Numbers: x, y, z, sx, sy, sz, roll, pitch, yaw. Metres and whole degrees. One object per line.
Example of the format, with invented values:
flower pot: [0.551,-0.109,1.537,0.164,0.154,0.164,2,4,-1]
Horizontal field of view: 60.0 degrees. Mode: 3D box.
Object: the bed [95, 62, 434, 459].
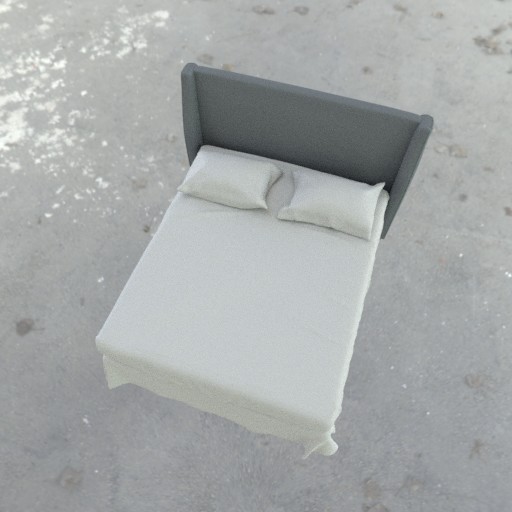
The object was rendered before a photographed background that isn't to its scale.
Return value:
bed: [0.000,0.000,3.293,1.925,1.332,2.276,16,61,10]
